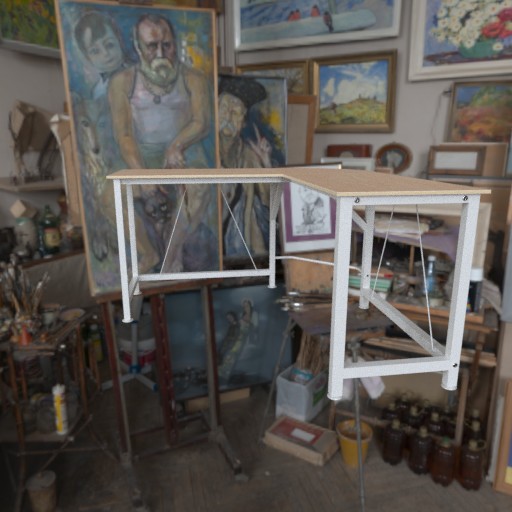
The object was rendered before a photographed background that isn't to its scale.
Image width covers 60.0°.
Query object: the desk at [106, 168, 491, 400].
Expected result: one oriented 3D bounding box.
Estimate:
[{"bbox_3d":[0.000,0.000,2.163,1.400,0.762,1.400,-2,14,-8],"label":"desk"}]
